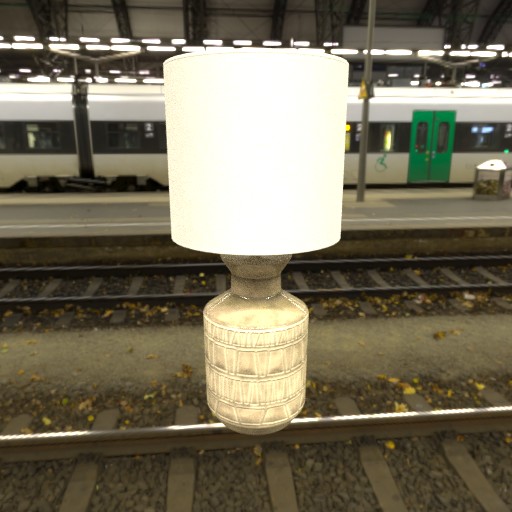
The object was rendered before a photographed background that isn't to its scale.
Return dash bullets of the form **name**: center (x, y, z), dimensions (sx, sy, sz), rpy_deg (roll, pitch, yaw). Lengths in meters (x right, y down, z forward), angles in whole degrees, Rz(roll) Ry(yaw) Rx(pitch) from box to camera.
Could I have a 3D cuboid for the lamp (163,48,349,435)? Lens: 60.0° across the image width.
- **lamp**: center (0.000, 0.000, 0.572), dimensions (0.211, 0.455, 0.211), rpy_deg (-7, 16, -26)
